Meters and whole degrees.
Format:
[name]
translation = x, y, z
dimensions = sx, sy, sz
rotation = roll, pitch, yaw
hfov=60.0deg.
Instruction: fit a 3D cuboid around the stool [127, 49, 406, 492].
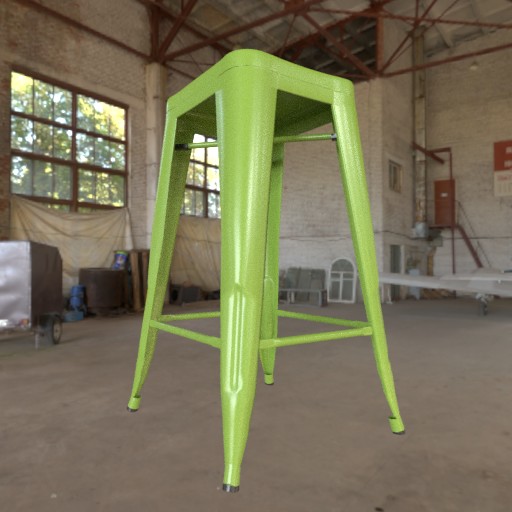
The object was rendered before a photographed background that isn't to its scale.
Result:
[stool]
translation = 0.000, 0.000, 0.821
dimensions = 0.358, 0.609, 0.398
rotation = 1, -1, -34
